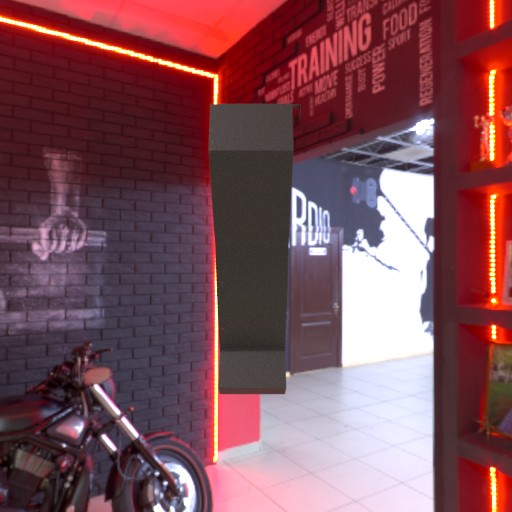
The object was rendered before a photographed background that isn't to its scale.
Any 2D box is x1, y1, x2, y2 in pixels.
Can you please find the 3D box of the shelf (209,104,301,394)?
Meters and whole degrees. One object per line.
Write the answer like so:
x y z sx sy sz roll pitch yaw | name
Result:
0.000 0.000 0.894 0.112 0.439 0.729 0 -1 0 | shelf
